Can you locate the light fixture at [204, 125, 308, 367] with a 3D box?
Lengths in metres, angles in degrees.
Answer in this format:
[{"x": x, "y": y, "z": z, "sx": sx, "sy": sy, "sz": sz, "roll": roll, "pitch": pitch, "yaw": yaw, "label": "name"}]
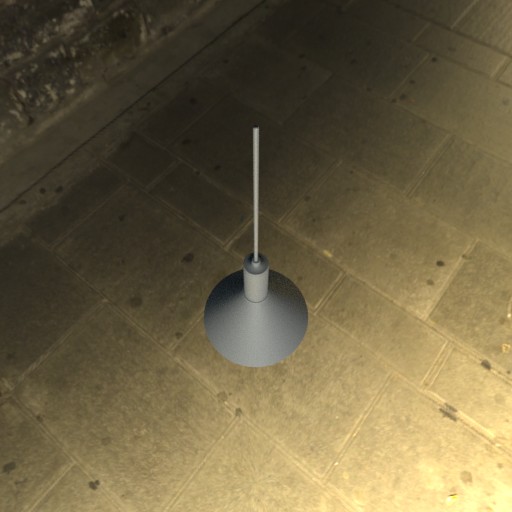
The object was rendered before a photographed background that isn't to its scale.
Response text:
[{"x": 0.000, "y": 0.000, "z": 0.840, "sx": 0.267, "sy": 0.683, "sz": 0.267, "roll": -34, "pitch": 68, "yaw": -16, "label": "light fixture"}]
